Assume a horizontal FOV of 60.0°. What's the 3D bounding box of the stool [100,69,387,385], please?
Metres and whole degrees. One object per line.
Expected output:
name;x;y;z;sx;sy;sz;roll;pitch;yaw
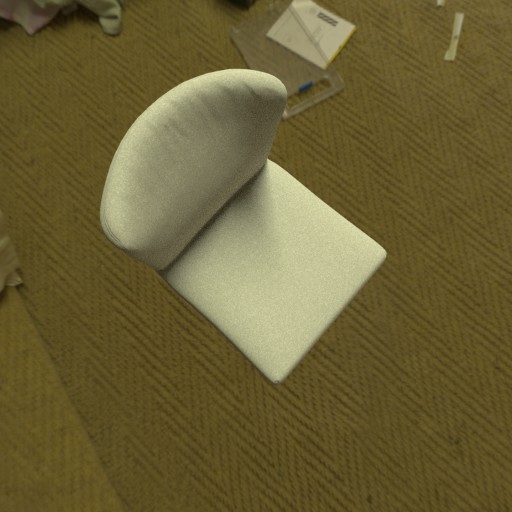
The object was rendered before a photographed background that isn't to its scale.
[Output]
stool;0.000;0.000;1.284;0.568;0.968;0.479;41;80;9
